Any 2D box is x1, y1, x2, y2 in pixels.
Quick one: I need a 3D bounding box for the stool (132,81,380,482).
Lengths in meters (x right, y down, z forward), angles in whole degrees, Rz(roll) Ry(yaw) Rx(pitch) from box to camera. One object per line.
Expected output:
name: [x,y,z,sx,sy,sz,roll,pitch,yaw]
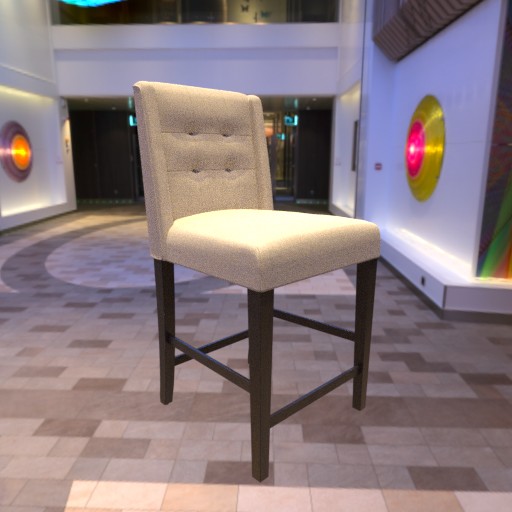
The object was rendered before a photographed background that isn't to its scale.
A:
stool: [0.000,0.000,1.245,0.474,0.939,0.509,-12,18,-43]
